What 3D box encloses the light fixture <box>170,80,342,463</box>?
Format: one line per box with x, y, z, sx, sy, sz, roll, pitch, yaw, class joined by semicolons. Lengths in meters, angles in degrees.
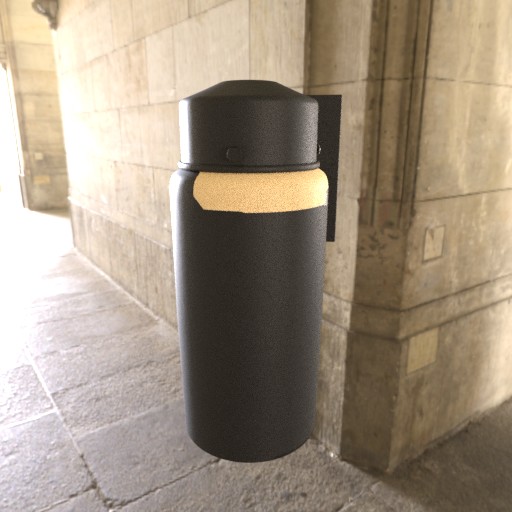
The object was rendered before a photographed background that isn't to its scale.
0.000;0.000;0.360;0.130;0.257;0.176;2;16;8;light fixture
